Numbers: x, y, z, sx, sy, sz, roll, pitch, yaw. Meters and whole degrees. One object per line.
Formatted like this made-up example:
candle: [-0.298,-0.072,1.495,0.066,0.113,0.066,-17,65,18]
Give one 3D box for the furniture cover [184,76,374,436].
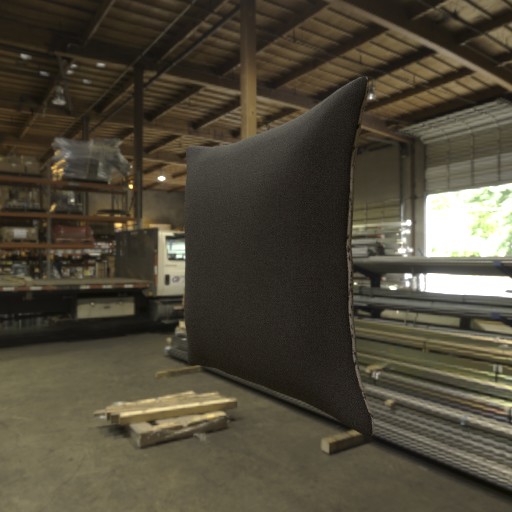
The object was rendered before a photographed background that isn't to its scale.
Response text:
furniture cover: [0.000,0.000,0.806,0.180,0.498,0.525,0,0,-36]
